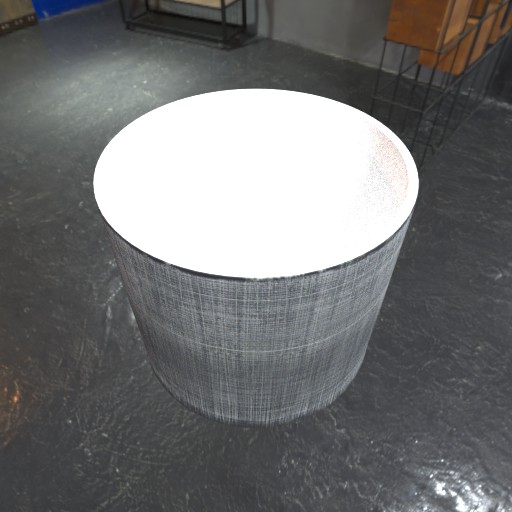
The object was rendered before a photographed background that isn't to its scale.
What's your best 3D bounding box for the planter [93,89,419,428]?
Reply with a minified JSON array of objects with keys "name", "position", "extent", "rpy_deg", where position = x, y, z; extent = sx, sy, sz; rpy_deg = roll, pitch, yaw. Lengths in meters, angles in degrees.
[{"name":"planter","position":[0.000,0.000,0.435],"extent":[0.254,0.221,0.254],"rpy_deg":[0,46,0]}]
